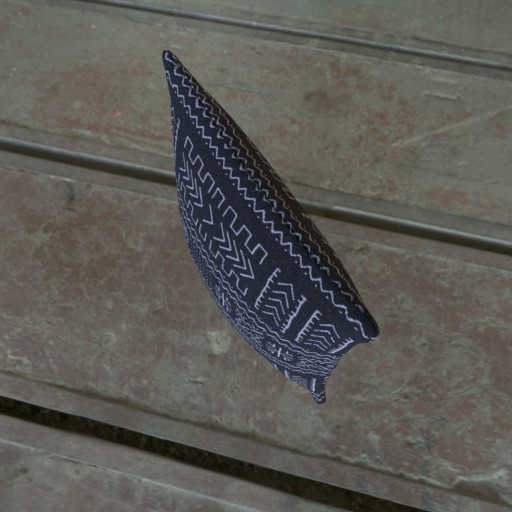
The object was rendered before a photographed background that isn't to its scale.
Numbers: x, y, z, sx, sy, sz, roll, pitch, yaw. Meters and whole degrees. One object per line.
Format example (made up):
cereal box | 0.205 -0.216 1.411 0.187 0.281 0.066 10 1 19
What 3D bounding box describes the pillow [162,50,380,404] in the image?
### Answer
pillow | 0.000 0.000 0.665 0.164 0.430 0.438 -29 68 -13
